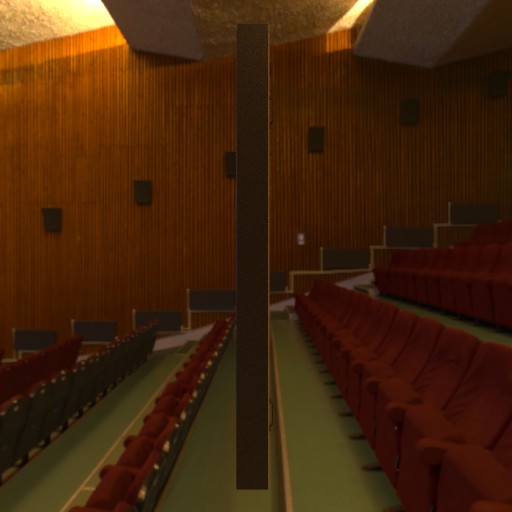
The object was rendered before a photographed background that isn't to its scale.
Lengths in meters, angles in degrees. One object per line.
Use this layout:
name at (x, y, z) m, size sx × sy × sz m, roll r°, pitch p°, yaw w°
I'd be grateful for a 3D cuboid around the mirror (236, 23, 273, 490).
mirror at (0.000, 0.000, 0.684) m, size 0.041 × 0.508 × 0.405 m, roll 0°, pitch 0°, yaw 0°
